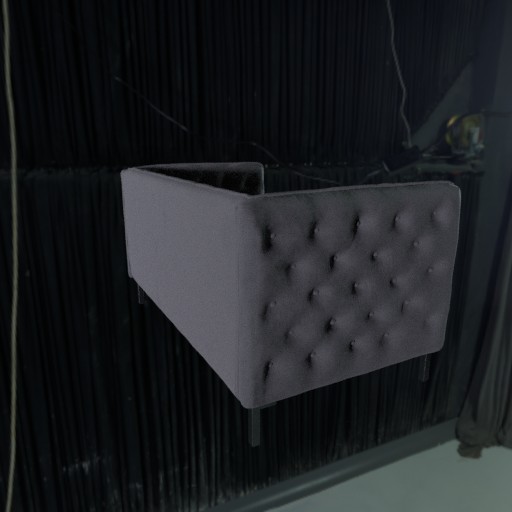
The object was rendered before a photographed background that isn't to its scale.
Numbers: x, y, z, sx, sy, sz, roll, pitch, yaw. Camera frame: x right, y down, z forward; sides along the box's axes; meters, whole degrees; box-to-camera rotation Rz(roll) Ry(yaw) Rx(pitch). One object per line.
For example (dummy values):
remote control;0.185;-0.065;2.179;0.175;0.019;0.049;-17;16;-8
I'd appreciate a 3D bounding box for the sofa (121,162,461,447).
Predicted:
sofa;0.000;0.000;2.131;0.909;0.810;1.583;-8;17;-27
